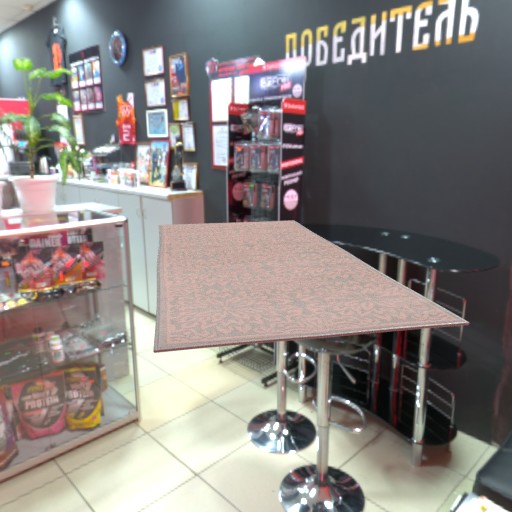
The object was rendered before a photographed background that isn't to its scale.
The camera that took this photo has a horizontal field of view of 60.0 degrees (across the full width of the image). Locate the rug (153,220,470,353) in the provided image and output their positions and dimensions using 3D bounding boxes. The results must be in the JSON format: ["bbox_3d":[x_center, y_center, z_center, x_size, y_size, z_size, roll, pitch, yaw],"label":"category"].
[{"bbox_3d":[0.000,0.000,1.385,0.604,0.007,1.219,-3,14,-11],"label":"rug"}]
